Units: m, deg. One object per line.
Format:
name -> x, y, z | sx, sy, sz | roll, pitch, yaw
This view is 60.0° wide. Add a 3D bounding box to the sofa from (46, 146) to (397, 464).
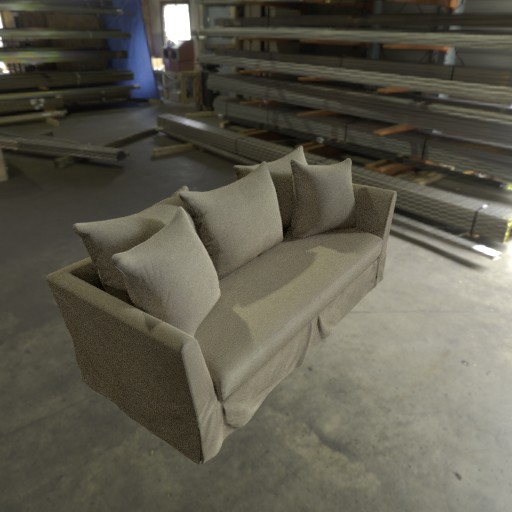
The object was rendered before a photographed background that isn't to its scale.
sofa -> 0.000, 0.000, 2.895 | 1.031, 1.034, 2.290 | 19, 33, 32
